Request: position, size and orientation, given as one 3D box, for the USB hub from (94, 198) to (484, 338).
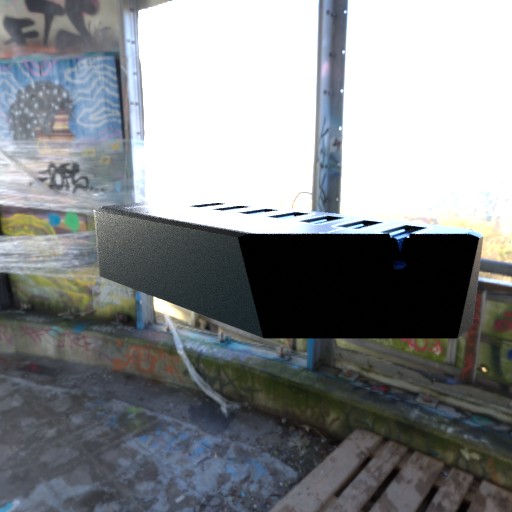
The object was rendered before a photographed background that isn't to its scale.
[{"bbox_3d":[0.000,0.000,0.128,0.110,0.023,0.044,12,18,41],"label":"USB hub"}]
